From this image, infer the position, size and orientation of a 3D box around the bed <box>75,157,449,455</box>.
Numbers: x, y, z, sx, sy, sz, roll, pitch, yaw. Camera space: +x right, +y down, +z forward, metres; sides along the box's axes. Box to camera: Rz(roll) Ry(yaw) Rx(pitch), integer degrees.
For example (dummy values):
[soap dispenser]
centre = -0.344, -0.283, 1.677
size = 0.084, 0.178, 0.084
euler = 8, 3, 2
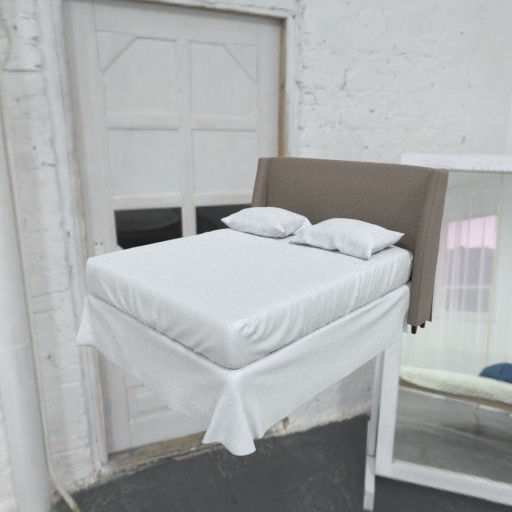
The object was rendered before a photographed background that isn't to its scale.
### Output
[bed]
centre = 0.000, 0.000, 3.415
size = 1.925, 1.332, 2.276
euler = 16, 23, 43
